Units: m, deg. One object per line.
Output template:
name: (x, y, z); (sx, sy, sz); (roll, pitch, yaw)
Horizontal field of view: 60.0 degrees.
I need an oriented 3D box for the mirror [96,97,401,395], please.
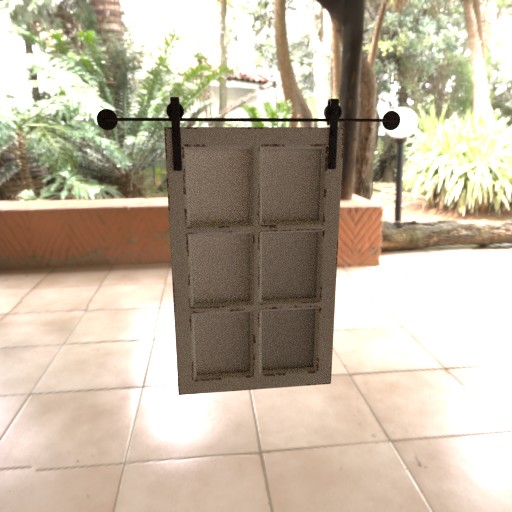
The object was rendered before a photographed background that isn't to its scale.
mirror: (0.000, 0.000, 1.252); (0.808, 0.844, 0.037); (-2, 16, -7)
